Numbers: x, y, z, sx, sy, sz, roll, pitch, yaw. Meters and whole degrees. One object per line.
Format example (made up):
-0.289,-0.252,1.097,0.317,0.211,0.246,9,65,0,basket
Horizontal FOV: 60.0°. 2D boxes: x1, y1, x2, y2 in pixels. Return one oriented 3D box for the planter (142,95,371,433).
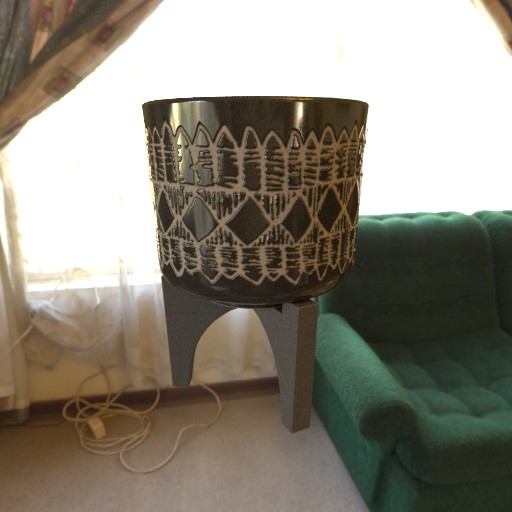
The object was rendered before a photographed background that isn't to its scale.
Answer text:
0.000,0.000,0.545,0.251,0.355,0.251,-8,18,-26,planter
